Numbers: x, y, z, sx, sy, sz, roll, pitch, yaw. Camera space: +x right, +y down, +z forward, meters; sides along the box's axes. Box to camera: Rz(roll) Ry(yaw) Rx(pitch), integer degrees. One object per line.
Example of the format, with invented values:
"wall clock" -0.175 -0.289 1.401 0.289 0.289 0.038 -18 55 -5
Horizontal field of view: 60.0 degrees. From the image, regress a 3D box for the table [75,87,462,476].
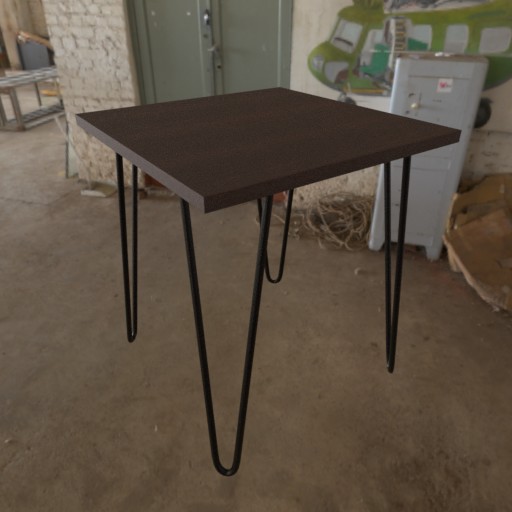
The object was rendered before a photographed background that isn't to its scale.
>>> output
"table" 0.000 0.000 0.935 0.495 0.559 0.495 -20 36 -30
